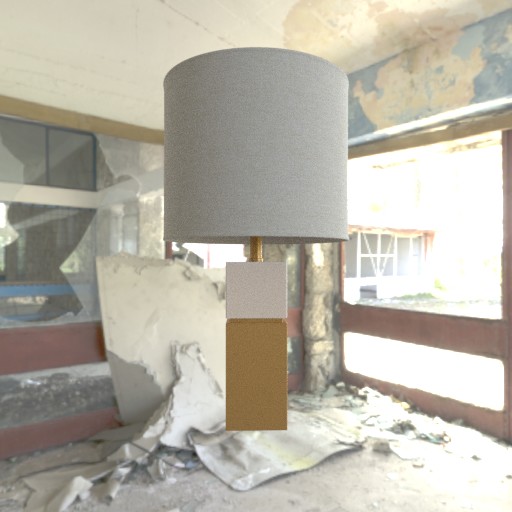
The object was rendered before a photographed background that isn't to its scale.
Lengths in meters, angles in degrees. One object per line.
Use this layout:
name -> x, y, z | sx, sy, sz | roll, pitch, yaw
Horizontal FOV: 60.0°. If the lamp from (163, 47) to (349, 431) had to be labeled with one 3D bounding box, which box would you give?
lamp -> 0.000, 0.000, 0.557 | 0.229, 0.417, 0.229 | 0, -1, -2
